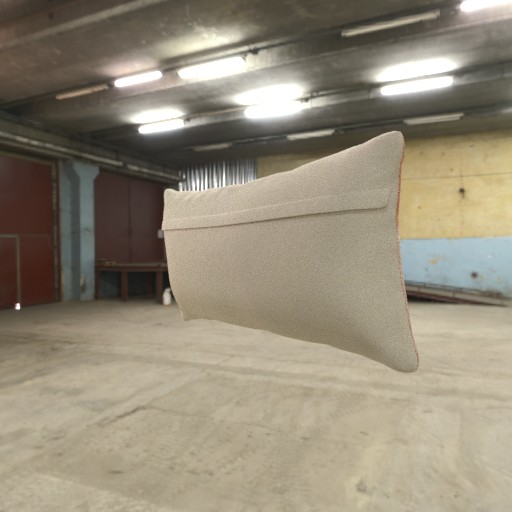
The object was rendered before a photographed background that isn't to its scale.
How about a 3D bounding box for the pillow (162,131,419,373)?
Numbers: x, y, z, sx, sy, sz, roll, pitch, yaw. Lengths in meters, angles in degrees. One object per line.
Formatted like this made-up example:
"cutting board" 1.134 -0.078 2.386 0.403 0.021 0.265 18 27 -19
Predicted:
"pillow" 0.000 0.000 0.748 0.155 0.292 0.609 0 0 -37
